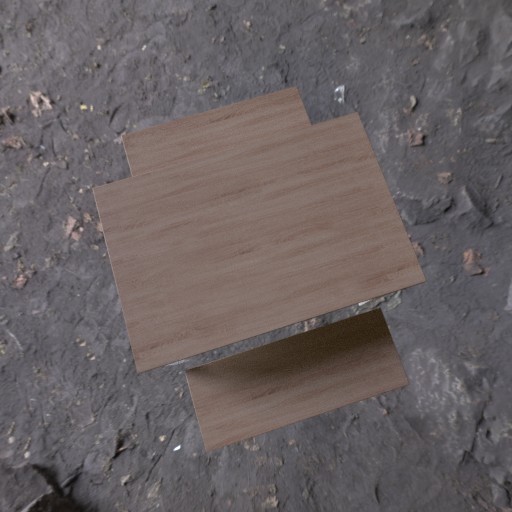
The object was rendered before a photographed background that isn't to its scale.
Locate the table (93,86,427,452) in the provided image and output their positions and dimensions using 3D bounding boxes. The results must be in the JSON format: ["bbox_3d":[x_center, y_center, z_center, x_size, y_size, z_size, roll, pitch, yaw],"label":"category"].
[{"bbox_3d":[0.000,0.000,2.020,1.100,0.700,1.443,-17,77,-4],"label":"table"}]
